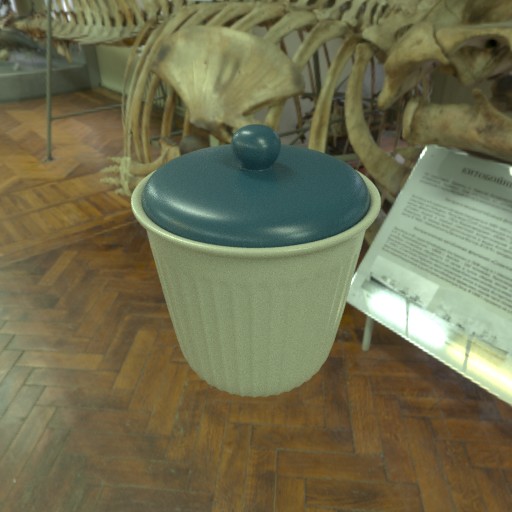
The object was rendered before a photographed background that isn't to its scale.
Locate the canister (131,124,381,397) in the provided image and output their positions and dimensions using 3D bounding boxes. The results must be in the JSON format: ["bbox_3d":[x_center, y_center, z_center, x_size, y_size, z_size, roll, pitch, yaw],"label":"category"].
[{"bbox_3d":[0.000,0.000,0.360,0.181,0.211,0.181,0,32,0],"label":"canister"}]
